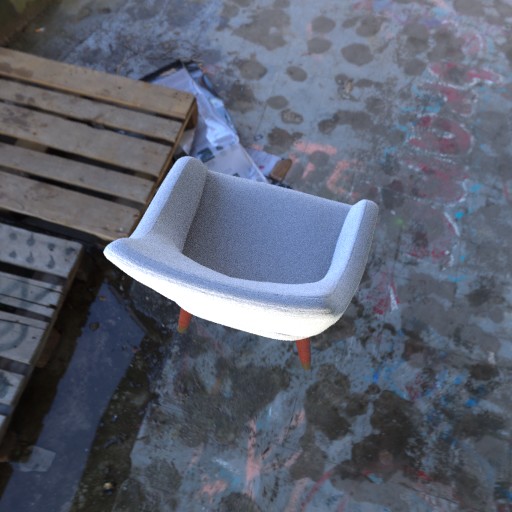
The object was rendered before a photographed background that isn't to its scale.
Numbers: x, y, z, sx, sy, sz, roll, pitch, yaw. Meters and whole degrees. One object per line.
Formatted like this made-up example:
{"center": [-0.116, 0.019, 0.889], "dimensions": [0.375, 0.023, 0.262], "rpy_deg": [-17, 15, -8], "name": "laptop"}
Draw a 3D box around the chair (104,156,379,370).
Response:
{"center": [0.000, 0.000, 1.288], "dimensions": [0.609, 0.889, 0.600], "rpy_deg": [15, 65, 7], "name": "chair"}
